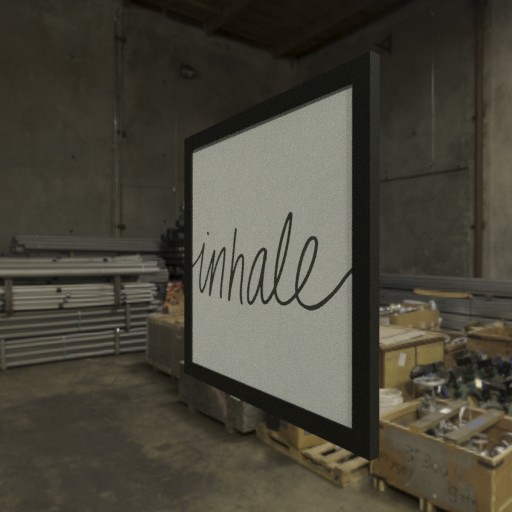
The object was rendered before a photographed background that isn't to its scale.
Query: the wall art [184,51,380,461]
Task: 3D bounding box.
[{"bbox_3d":[0.000,0.000,0.531,0.013,0.356,0.356,0,0,-36],"label":"wall art"}]
